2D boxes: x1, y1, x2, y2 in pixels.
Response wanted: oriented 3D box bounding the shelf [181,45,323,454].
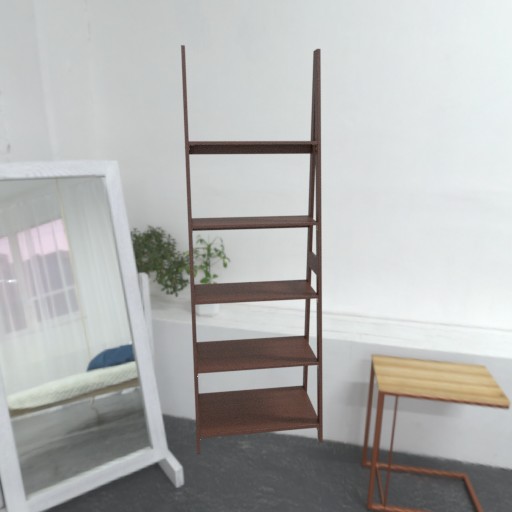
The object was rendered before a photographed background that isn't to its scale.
[{"bbox_3d":[0.000,0.000,2.002,0.600,1.770,0.350,-2,16,-8],"label":"shelf"}]
